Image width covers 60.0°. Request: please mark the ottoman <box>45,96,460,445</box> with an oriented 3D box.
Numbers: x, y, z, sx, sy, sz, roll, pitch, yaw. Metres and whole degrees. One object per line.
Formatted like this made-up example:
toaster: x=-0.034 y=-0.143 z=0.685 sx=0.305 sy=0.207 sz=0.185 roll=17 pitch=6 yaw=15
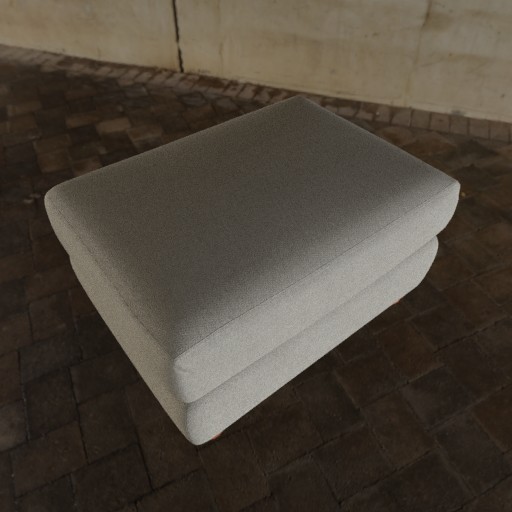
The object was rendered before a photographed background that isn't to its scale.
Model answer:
ottoman: x=0.000 y=0.000 z=1.107 sx=0.773 sy=0.504 sz=0.569 roll=-29 pitch=52 yaw=-26
